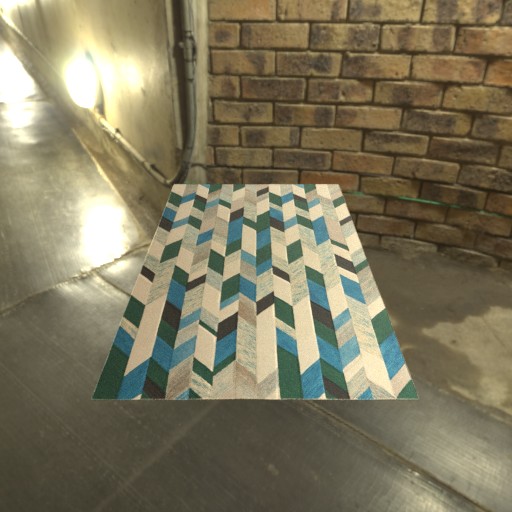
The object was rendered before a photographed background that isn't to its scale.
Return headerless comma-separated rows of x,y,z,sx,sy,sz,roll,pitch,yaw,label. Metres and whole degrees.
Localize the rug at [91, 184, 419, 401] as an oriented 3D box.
0.000,0.000,3.032,1.507,0.007,2.433,0,33,0,rug
